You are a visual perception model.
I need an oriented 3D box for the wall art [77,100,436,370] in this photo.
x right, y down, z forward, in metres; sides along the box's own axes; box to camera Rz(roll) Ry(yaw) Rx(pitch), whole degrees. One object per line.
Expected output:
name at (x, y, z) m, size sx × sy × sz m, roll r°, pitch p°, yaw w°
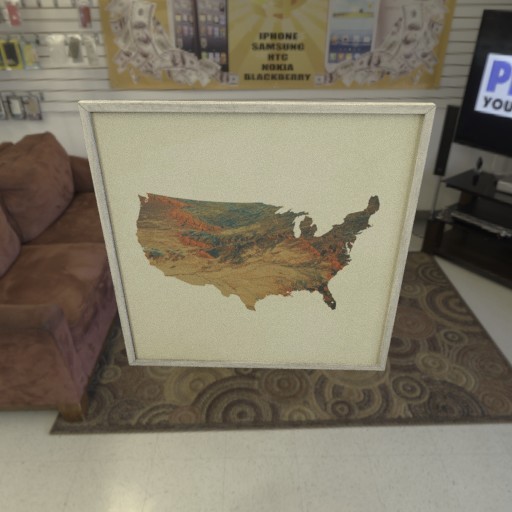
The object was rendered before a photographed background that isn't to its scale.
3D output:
wall art at (0.000, 0.000, 0.760) m, size 0.508 × 0.507 × 0.016 m, roll 1°, pitch 30°, yaw 1°
